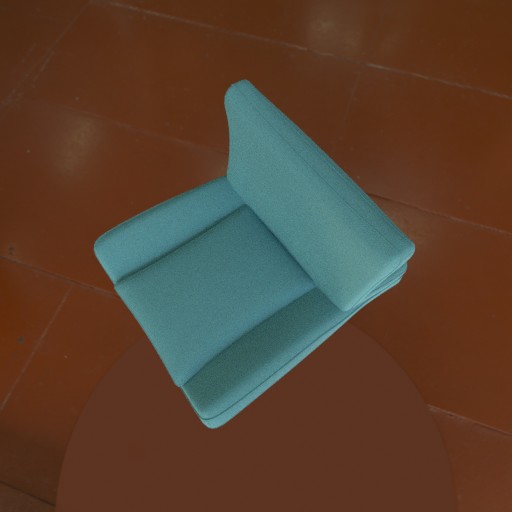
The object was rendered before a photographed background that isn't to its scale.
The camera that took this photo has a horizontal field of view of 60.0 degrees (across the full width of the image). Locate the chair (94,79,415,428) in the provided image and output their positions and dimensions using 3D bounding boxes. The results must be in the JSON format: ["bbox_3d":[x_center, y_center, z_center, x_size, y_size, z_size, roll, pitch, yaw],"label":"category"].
[{"bbox_3d":[0.000,0.000,1.701,1.008,0.855,0.859,-33,68,-15],"label":"chair"}]
